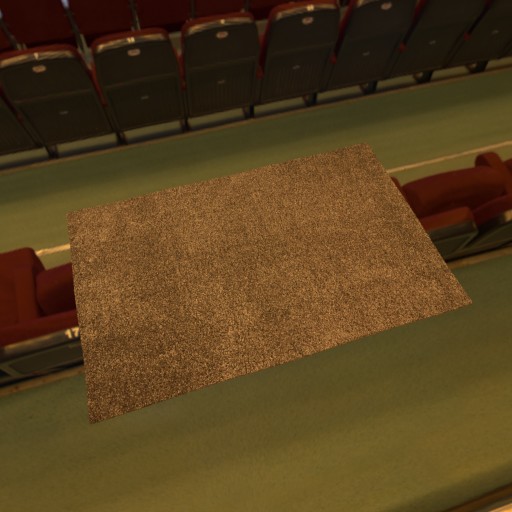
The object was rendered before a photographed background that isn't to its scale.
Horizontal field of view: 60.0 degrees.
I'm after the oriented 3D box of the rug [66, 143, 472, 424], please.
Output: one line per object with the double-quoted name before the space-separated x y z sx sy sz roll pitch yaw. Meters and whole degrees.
"rug" 0.000 0.000 2.953 2.352 0.025 1.501 -15 58 -10
